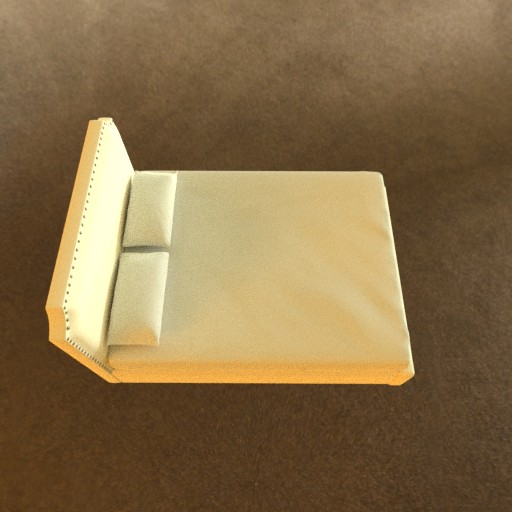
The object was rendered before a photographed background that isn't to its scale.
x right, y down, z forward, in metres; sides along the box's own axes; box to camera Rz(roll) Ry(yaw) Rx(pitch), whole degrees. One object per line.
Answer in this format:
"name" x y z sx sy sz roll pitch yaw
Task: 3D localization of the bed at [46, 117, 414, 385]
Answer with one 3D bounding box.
"bed" 0.000 0.000 3.392 2.329 1.415 1.703 0 63 0
